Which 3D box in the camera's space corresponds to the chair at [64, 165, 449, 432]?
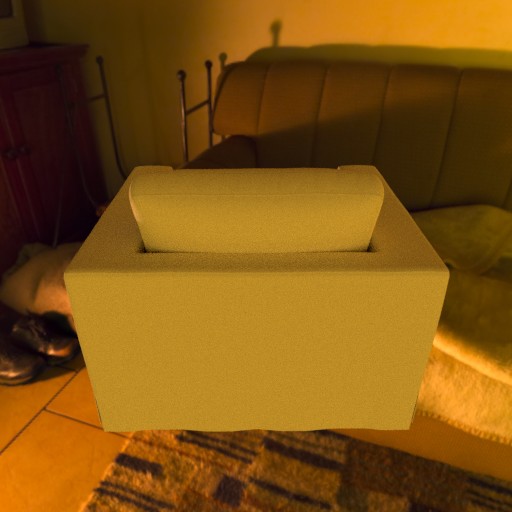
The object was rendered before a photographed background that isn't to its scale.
[{"bbox_3d":[0.000,0.000,1.760,1.150,0.878,0.957,0,30,0],"label":"chair"}]
